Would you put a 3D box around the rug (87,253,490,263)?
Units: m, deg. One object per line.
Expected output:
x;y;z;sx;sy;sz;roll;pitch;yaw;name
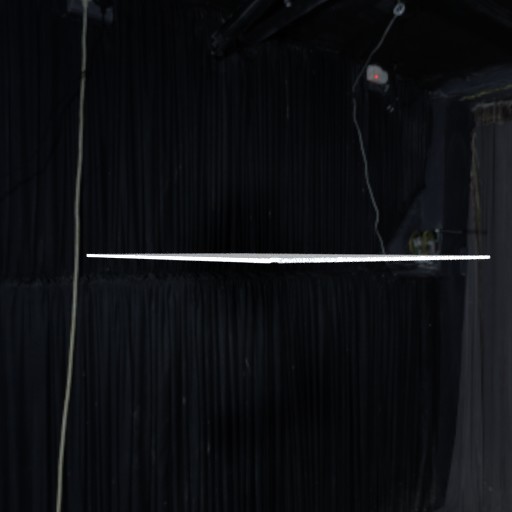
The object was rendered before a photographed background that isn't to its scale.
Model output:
0.000;0.000;2.320;1.224;0.016;1.832;0;1;-36;rug
